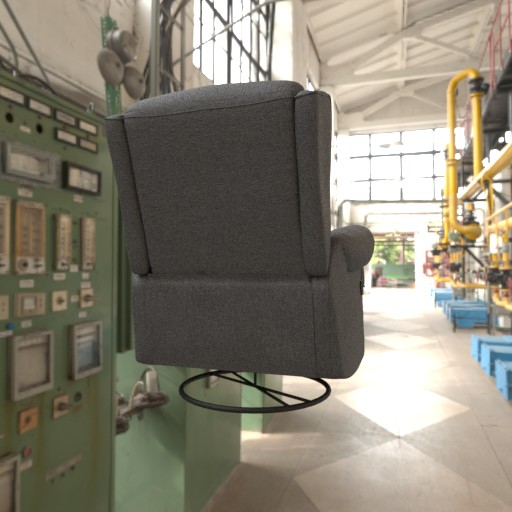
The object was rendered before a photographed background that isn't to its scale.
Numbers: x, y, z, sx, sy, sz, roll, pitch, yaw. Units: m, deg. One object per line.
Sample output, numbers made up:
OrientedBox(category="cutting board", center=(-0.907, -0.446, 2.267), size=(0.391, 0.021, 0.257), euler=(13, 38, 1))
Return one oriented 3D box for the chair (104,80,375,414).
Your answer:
OrientedBox(category="chair", center=(0.000, 0.000, 1.697), size=(0.847, 1.011, 0.969), euler=(0, -1, 19))
